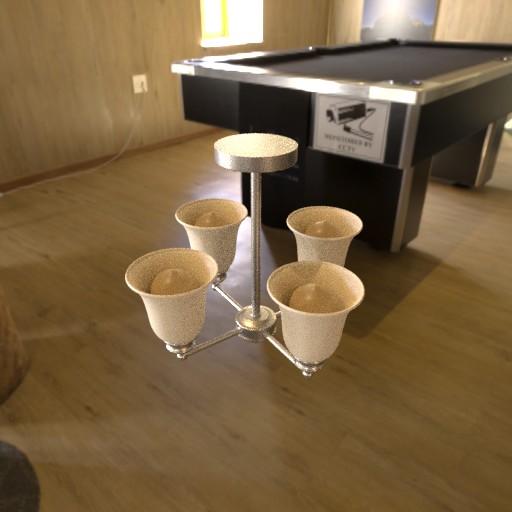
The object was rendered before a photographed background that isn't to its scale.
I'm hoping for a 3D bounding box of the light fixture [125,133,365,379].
[{"bbox_3d":[0.000,0.000,0.729,0.427,0.370,0.427,-19,35,-29],"label":"light fixture"}]
